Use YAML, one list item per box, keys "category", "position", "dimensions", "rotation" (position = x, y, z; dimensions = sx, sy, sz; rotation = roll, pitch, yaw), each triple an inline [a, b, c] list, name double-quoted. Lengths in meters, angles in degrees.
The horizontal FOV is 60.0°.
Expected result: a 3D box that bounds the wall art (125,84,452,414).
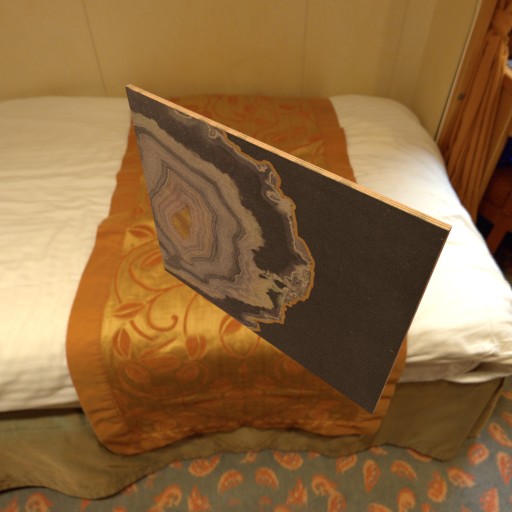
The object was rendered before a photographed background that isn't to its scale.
- category: "wall art"
  position: [0.000, 0.000, 0.703]
  dimensions: [0.508, 0.408, 0.010]
  rotation: [31, 53, 27]
